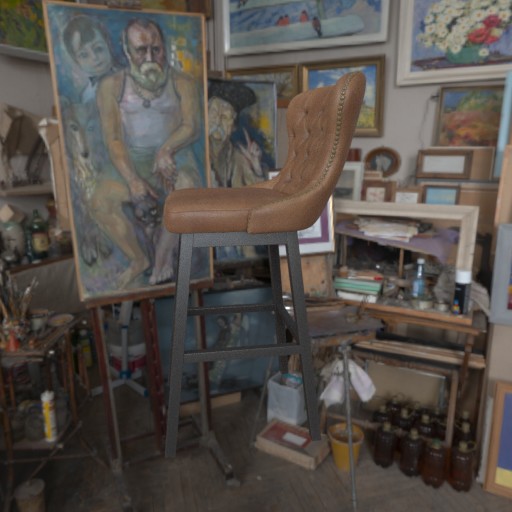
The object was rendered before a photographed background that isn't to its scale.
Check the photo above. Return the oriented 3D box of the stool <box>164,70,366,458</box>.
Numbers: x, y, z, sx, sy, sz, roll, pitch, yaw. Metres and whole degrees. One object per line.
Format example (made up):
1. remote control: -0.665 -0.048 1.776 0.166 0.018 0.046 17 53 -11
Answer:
1. stool: 0.000 0.000 1.394 0.601 1.050 0.528 -2 14 -10
